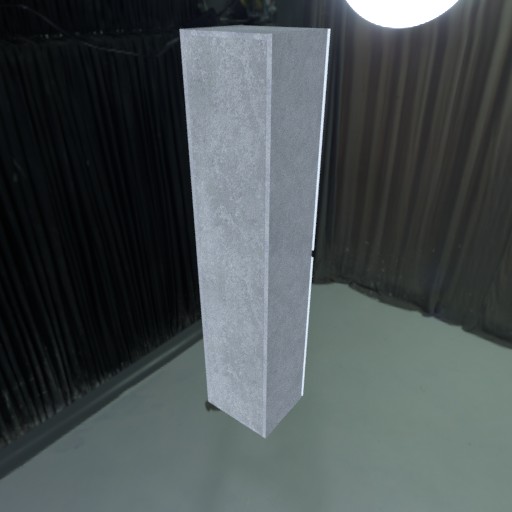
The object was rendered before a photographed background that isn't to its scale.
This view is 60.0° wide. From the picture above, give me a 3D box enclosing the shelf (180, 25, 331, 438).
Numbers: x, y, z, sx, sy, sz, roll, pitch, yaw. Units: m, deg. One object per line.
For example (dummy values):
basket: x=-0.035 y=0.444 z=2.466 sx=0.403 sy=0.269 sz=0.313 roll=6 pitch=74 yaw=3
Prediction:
shelf: x=0.000 y=0.000 z=1.533 sx=0.300 sy=1.400 sz=0.270 roll=21 pitch=36 yaw=32
